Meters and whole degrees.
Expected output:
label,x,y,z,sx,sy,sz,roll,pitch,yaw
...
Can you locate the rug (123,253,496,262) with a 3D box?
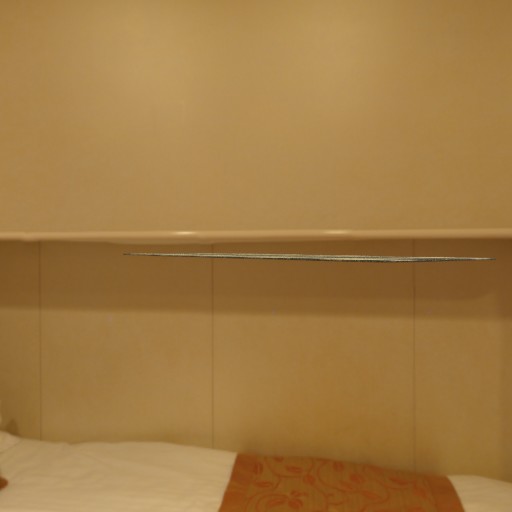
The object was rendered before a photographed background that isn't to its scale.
label,x,y,z,sx,sy,sz,roll,pitch,yaw
rug,0.000,0.000,2.644,0.760,0.012,2.434,-1,1,-36
